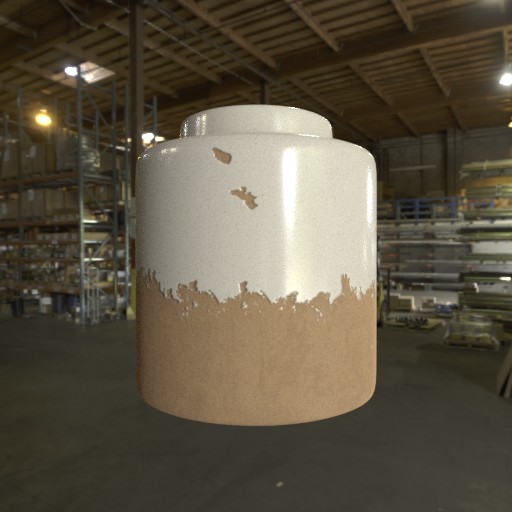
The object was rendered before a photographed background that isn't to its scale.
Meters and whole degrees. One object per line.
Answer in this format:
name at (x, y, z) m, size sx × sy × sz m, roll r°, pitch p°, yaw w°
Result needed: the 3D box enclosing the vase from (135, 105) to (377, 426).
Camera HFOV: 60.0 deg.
vase at (0.000, 0.000, 0.291) m, size 0.153 × 0.167 × 0.153 m, roll 0°, pitch 0°, yaw 0°
